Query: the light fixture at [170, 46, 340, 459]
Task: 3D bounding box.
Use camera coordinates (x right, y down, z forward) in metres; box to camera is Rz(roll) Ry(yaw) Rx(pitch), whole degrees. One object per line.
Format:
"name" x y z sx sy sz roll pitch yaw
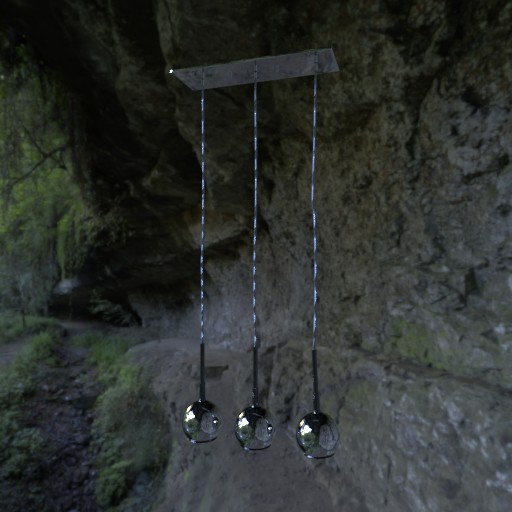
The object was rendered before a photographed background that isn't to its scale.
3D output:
"light fixture" 0.000 0.000 1.664 0.623 1.408 0.188 0 -1 18
